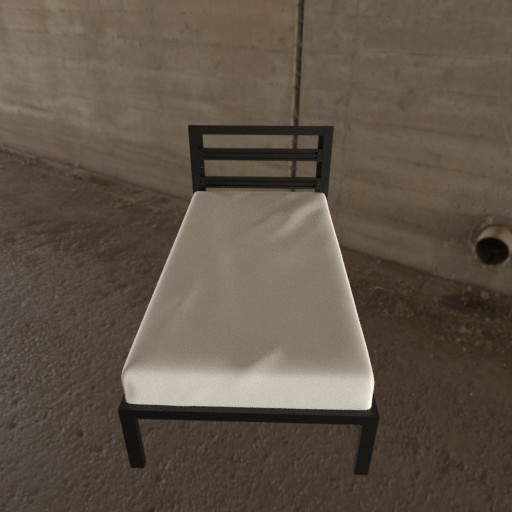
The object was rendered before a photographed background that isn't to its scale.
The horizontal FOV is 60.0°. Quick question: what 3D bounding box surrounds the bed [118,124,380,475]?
[{"bbox_3d":[0.000,0.000,2.446,0.991,0.967,1.930,1,30,2],"label":"bed"}]
